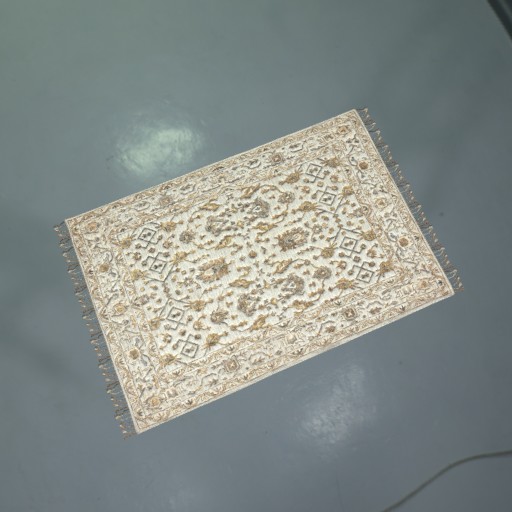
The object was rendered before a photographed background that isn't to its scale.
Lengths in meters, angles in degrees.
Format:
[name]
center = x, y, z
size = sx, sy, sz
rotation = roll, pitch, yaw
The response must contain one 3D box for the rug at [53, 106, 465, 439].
[rug]
center = 0.000, 0.000, 3.027
size = 2.434, 0.027, 1.529
rotation = -22, 76, -6
